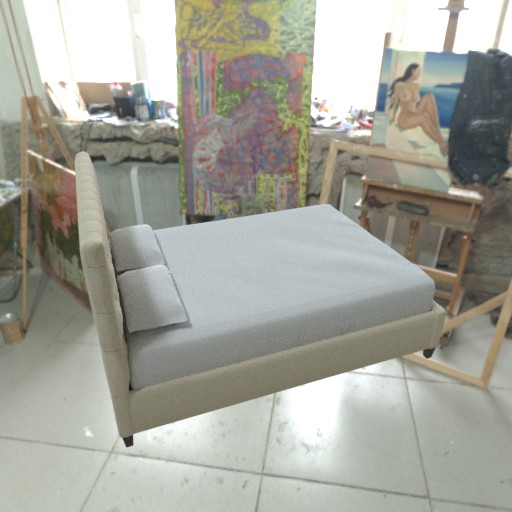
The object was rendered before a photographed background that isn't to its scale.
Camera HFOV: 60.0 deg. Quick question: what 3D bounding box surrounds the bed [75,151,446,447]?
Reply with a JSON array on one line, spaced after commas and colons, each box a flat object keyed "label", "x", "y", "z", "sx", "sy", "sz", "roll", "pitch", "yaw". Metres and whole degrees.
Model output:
[{"label": "bed", "x": 0.000, "y": 0.000, "z": 3.436, "sx": 2.387, "sy": 1.427, "sz": 1.698, "roll": -10, "pitch": 30, "yaw": -18}]
